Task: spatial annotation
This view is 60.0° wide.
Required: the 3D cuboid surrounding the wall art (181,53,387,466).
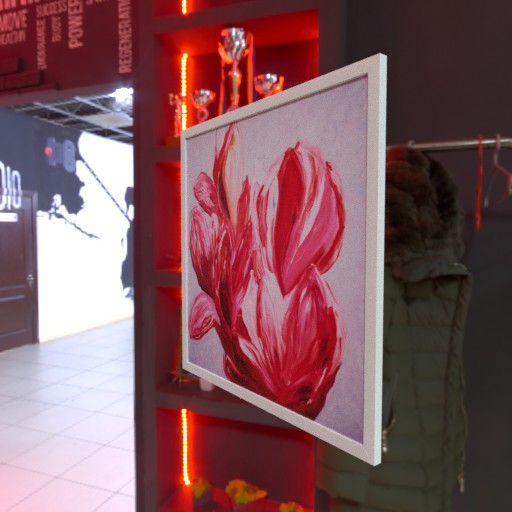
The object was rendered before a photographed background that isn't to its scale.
[{"bbox_3d":[0.000,0.000,1.187,0.022,0.803,0.805,-2,4,-37],"label":"wall art"}]
